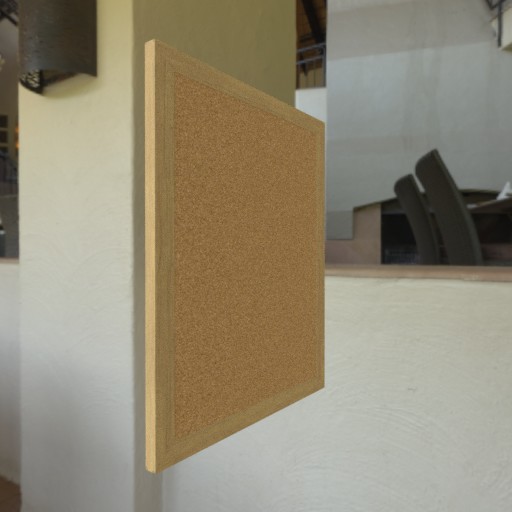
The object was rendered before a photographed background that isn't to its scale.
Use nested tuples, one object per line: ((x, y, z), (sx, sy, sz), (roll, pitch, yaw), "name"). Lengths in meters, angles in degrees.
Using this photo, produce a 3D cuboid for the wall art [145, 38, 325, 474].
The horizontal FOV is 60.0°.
((0.000, 0.000, 0.761), (0.020, 0.561, 0.460), (0, 1, 37), "wall art")
